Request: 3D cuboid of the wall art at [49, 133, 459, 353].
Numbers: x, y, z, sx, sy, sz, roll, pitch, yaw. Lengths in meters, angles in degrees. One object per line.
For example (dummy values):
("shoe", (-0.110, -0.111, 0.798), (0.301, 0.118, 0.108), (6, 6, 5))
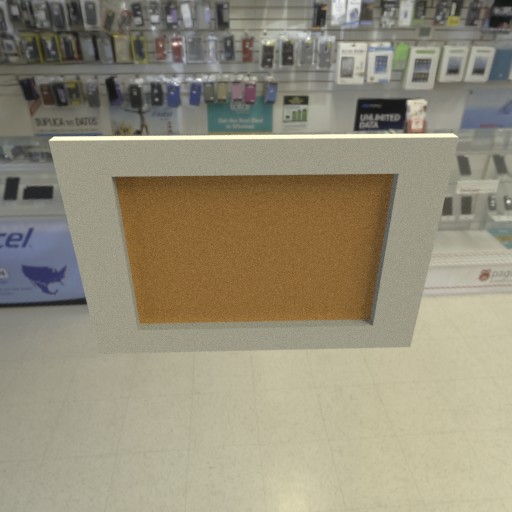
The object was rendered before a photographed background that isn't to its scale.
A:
("wall art", (0.000, 0.000, 1.147), (0.906, 0.617, 0.033), (-1, 30, -2))
